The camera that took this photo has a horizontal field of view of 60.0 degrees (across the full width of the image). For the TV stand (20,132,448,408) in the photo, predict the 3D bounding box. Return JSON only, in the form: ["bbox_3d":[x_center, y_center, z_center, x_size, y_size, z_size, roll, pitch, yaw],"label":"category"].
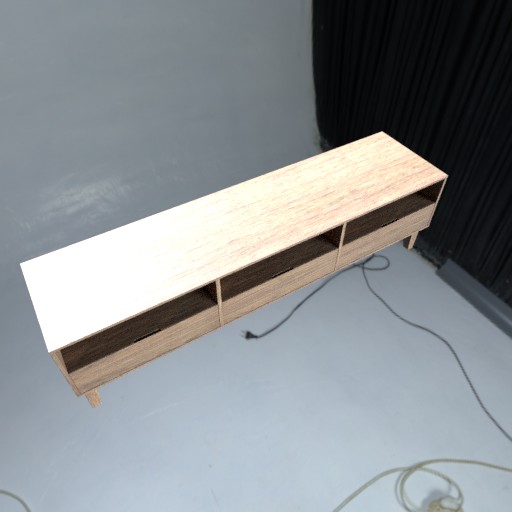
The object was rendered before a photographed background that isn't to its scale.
[{"bbox_3d":[0.000,0.000,1.674,1.482,0.409,0.366,-24,51,-21],"label":"TV stand"}]
